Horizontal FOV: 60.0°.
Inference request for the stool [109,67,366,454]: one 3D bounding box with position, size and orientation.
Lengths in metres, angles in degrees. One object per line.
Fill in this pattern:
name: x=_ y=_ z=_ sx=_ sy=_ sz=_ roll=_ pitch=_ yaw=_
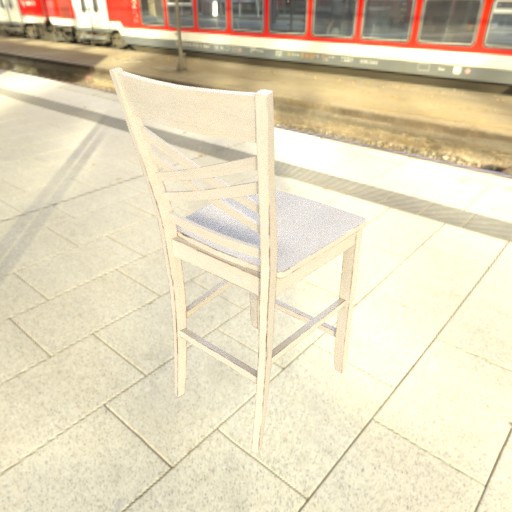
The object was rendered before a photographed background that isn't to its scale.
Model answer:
stool: x=0.000 y=0.000 z=1.346 sx=0.462 sy=1.079 sz=0.539 roll=23 pitch=38 yaw=33
